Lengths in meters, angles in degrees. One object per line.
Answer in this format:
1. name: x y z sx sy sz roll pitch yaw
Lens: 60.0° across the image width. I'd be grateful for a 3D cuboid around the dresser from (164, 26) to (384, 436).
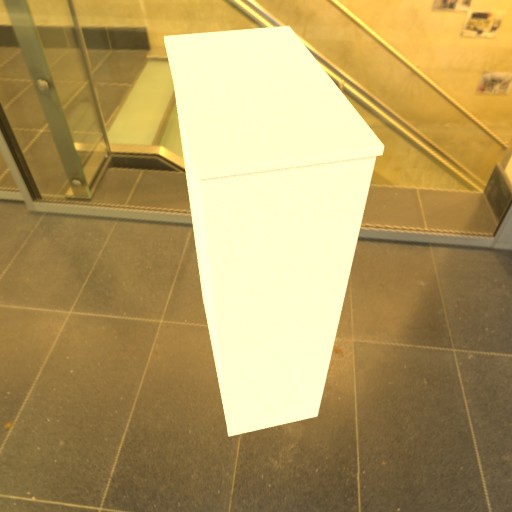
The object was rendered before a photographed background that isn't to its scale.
1. dresser: 0.000 0.000 1.555 0.399 1.255 0.704 -9 46 -9
